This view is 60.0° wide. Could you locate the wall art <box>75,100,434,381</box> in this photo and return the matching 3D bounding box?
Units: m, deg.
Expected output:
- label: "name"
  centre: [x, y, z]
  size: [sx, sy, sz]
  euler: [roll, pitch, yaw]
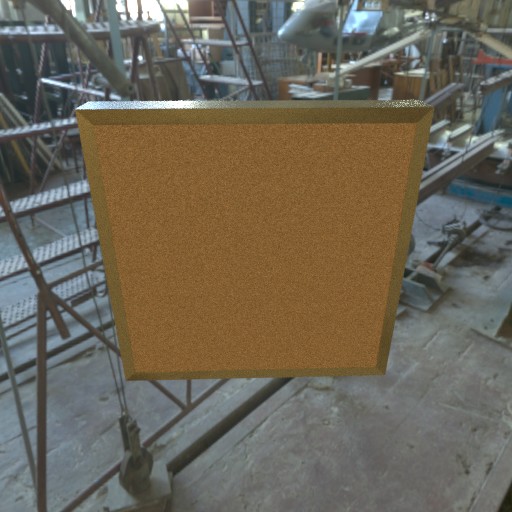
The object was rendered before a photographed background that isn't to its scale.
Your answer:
- label: "wall art"
  centre: [0.000, 0.000, 0.464]
  size: [0.304, 0.305, 0.038]
  euler: [-1, 28, -2]
